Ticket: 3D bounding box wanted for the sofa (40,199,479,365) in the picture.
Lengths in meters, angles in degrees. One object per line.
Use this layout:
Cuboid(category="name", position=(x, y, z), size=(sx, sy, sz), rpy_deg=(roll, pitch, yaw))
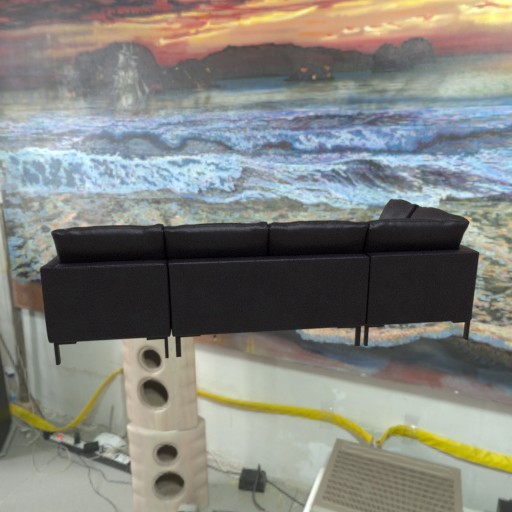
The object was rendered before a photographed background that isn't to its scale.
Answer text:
Cuboid(category="sofa", position=(0.000, 0.000, 3.858), size=(2.956, 0.900, 1.939), rpy_deg=(-2, 14, -8))
